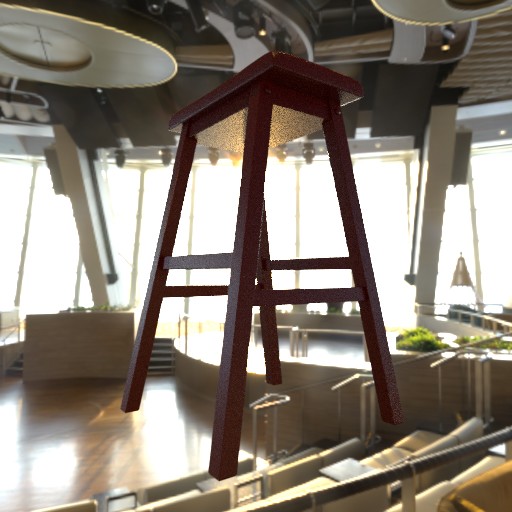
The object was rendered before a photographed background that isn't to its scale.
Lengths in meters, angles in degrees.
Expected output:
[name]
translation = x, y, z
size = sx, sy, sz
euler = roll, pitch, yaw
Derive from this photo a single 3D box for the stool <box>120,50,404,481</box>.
[stool]
translation = 0.000, 0.000, 1.036
size = 0.476, 0.737, 0.457
euler = 2, -3, -36
